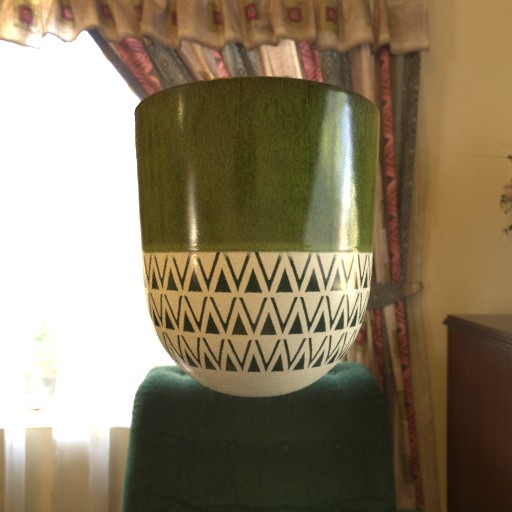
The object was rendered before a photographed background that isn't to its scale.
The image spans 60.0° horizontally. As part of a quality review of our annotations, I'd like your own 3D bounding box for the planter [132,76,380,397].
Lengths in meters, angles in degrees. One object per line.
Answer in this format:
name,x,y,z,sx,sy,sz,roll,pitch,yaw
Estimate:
planter,0.000,0.000,0.454,0.245,0.270,0.245,0,0,0
